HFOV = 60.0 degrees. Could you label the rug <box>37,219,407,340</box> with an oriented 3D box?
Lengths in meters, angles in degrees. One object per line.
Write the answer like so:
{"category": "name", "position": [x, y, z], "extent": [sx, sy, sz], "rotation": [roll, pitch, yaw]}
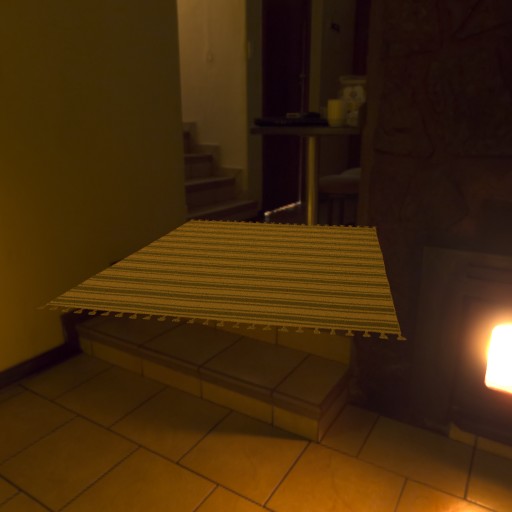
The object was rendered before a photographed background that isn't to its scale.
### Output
{"category": "rug", "position": [0.000, 0.000, 4.299], "extent": [2.439, 0.005, 3.201], "rotation": [3, 16, 11]}
